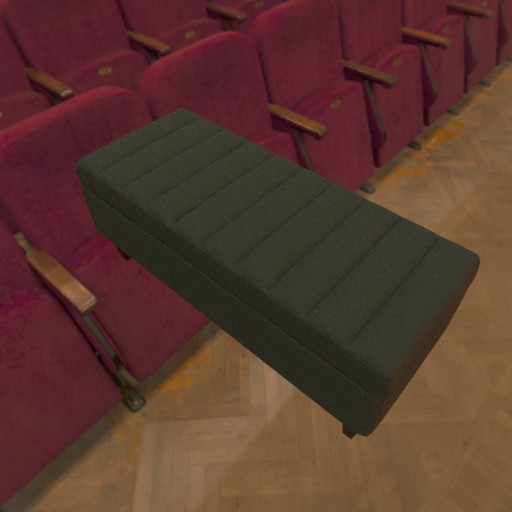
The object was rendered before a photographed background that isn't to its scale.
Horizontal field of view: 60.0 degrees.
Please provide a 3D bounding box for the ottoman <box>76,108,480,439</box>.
[{"bbox_3d":[0.000,0.000,1.417,1.151,0.469,0.482,33,55,27],"label":"ottoman"}]
